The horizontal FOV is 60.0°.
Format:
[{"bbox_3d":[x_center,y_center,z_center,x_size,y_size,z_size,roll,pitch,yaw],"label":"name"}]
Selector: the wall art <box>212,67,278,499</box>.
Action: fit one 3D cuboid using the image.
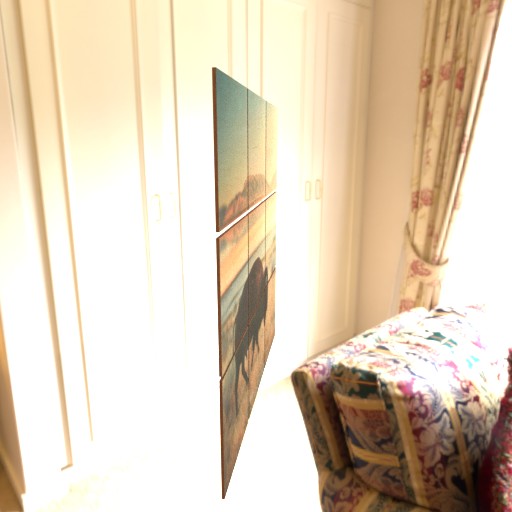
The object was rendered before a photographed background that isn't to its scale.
[{"bbox_3d":[0.000,0.000,2.234,0.019,1.532,1.533,2,14,9],"label":"wall art"}]
